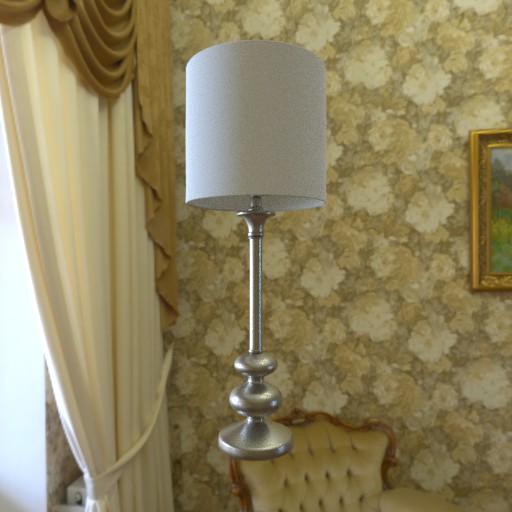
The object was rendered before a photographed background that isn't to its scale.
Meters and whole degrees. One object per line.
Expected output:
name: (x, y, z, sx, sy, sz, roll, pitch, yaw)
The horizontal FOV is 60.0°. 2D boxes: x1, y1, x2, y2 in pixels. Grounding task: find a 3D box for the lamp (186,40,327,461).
lamp: (0.000, 0.000, 0.809, 0.254, 0.690, 0.254, 0, 0, -35)
